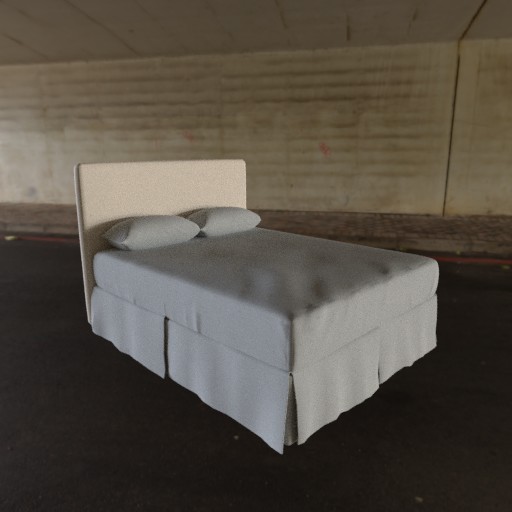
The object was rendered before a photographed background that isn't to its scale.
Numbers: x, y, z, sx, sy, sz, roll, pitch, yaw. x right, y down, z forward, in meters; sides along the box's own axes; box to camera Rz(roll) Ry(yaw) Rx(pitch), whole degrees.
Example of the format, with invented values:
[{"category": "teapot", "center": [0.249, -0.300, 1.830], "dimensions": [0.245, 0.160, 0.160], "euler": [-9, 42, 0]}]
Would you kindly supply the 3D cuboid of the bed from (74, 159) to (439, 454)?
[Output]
[{"category": "bed", "center": [0.000, 0.000, 3.238], "dimensions": [2.142, 1.330, 1.748], "euler": [13, 19, 43]}]
